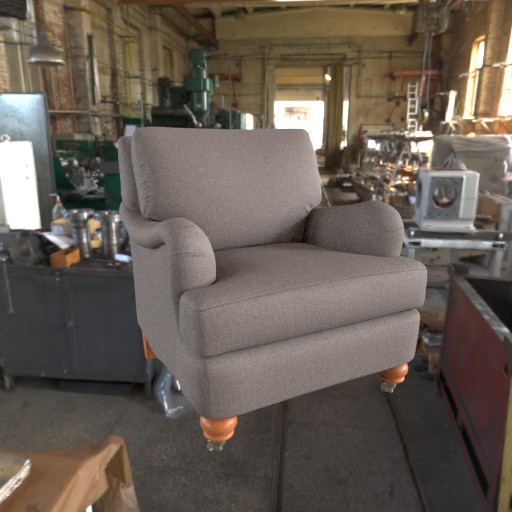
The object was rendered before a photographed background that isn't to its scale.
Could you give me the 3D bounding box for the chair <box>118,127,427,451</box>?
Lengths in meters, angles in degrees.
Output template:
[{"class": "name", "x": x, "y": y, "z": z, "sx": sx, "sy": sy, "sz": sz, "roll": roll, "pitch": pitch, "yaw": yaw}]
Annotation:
[{"class": "chair", "x": 0.000, "y": 0.000, "z": 1.850, "sx": 0.955, "sy": 1.038, "sz": 1.070, "roll": -8, "pitch": 17, "yaw": -26}]
